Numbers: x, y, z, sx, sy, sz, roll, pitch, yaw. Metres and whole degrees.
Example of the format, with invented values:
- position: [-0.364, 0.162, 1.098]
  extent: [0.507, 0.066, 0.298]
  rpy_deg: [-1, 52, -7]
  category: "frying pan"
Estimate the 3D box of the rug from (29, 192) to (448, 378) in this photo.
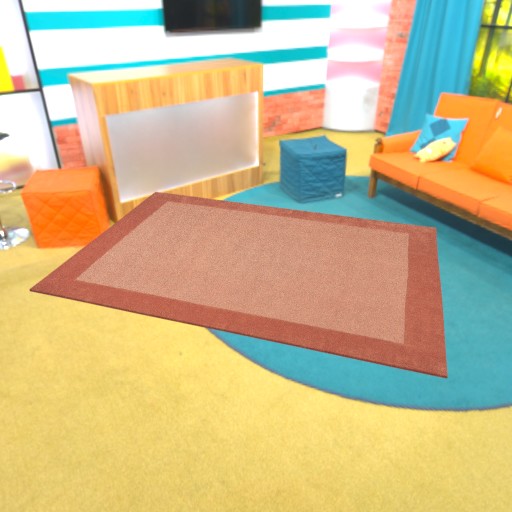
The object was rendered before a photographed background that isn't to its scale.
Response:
- position: [0.000, 0.000, 2.326]
  extent: [1.829, 0.014, 1.219]
  rpy_deg: [9, 32, 15]
  category: "rug"
